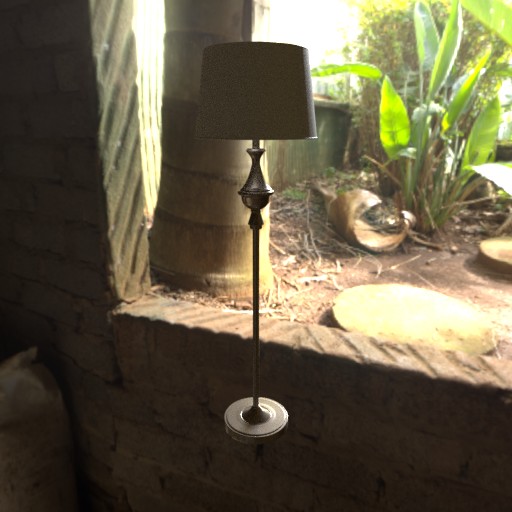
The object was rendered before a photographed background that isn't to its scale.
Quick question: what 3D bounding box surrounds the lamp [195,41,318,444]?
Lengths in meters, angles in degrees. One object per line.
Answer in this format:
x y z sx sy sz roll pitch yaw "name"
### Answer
0.000 0.000 1.690 0.431 1.488 0.431 0 16 0 "lamp"
